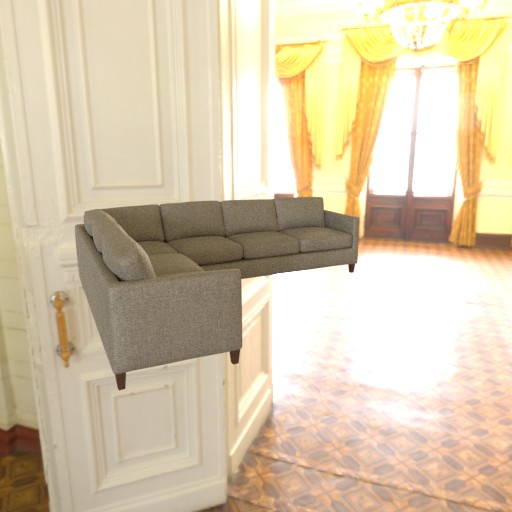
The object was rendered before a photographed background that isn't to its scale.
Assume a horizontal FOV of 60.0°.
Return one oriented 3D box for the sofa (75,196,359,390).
[{"bbox_3d":[0.000,0.000,4.591,3.302,0.947,2.593,-7,15,-25],"label":"sofa"}]
